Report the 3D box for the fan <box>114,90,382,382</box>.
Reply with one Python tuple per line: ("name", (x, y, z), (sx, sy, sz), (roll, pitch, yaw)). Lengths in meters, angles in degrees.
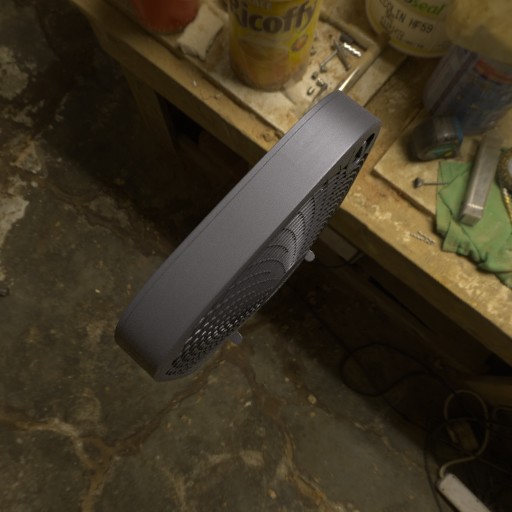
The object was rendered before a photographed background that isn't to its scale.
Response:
("fan", (0.000, 0.000, 0.827), (0.142, 0.533, 0.526), (40, 80, 9))
